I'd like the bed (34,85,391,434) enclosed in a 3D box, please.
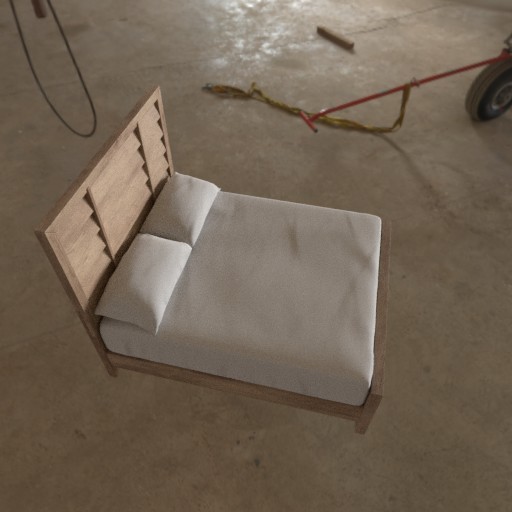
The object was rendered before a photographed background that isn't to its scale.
[{"bbox_3d":[0.000,0.000,3.292,2.017,1.631,1.615,10,49,9],"label":"bed"}]
